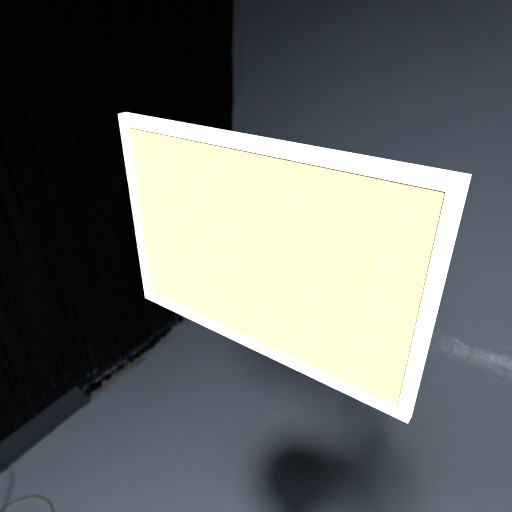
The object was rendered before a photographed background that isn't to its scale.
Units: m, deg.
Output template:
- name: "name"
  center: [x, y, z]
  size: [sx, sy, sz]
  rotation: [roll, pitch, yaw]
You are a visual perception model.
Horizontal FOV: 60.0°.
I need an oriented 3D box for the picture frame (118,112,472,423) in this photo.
- name: "picture frame"
  center: [0.000, 0.000, 1.201]
  size: [0.950, 0.640, 0.029]
  rotation: [19, 35, 30]
